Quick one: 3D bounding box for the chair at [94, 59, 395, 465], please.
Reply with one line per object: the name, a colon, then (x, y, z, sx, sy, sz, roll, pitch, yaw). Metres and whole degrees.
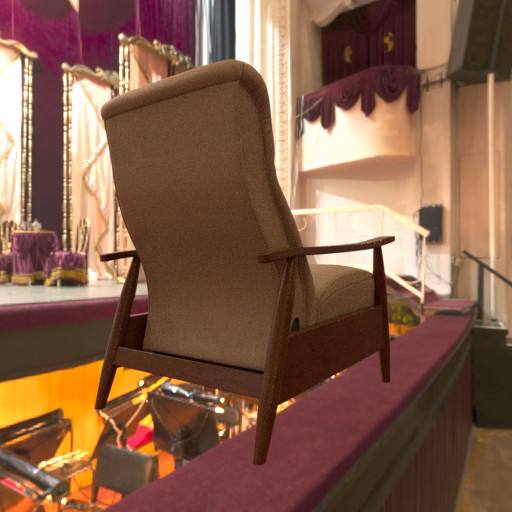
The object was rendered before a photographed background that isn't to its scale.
chair: (0.000, 0.000, 1.744, 0.762, 1.082, 1.030, 0, 0, 36)
